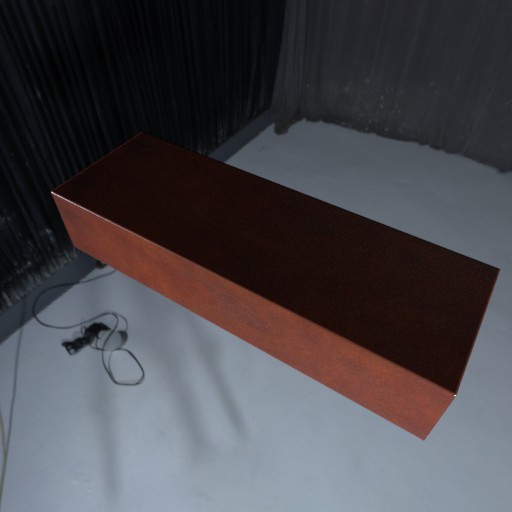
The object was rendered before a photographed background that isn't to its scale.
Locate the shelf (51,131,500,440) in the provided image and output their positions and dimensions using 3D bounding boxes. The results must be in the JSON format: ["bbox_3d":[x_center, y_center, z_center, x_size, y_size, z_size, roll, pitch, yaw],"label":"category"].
[{"bbox_3d":[0.000,0.000,0.496,0.457,0.088,0.152,25,51,22],"label":"shelf"}]
